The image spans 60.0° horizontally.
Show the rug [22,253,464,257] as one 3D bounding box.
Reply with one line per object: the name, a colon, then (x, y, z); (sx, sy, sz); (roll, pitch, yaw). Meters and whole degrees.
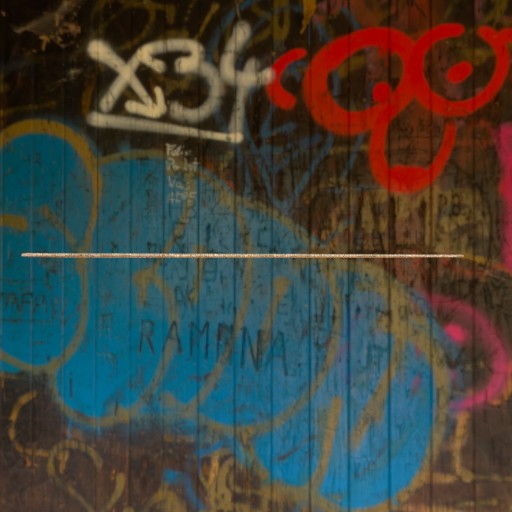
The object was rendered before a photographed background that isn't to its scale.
rug: (0.000, 0.000, 2.681); (2.413, 0.016, 0.810); (0, 0, -19)
